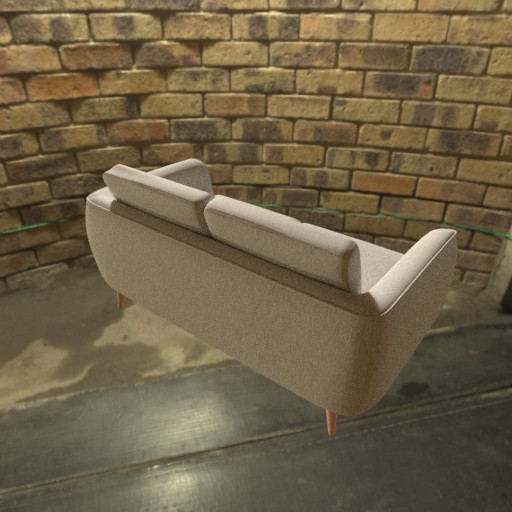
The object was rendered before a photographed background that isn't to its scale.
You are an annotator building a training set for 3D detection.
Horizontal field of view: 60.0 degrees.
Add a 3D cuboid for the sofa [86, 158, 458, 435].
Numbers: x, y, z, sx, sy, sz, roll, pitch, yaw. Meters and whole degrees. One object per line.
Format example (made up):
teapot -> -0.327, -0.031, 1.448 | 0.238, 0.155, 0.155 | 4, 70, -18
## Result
sofa -> 0.000, 0.000, 2.235 | 1.700, 0.850, 0.920 | 22, 37, 32
